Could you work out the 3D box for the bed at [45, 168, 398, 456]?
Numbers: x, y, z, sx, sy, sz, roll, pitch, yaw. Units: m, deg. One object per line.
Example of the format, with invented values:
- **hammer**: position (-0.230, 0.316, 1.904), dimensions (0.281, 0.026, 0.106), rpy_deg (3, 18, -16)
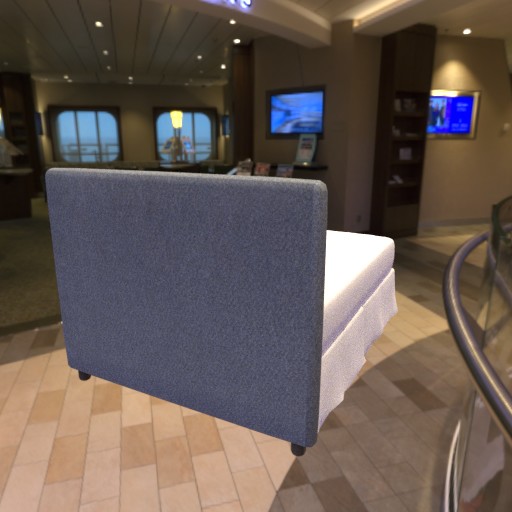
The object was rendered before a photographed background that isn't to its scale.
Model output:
- **bed**: position (0.000, 0.000, 3.192), dimensions (1.723, 1.330, 2.142), rpy_deg (8, 17, 27)
